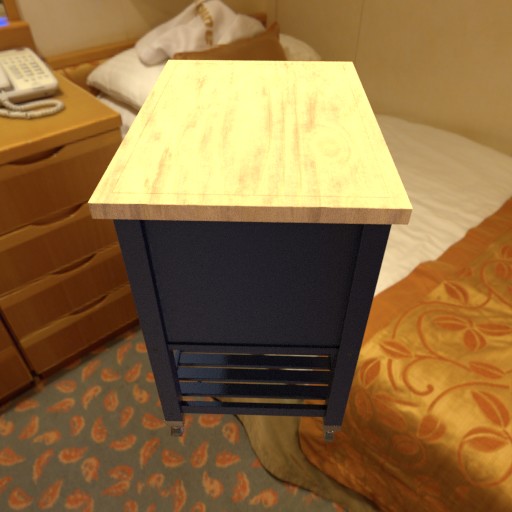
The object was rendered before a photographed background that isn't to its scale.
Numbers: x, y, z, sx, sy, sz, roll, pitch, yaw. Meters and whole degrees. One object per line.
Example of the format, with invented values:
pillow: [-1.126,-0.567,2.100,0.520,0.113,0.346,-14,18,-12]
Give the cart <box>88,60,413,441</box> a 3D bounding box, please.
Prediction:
cart: [0.000,0.000,1.374,0.567,0.920,0.797,1,41,1]
